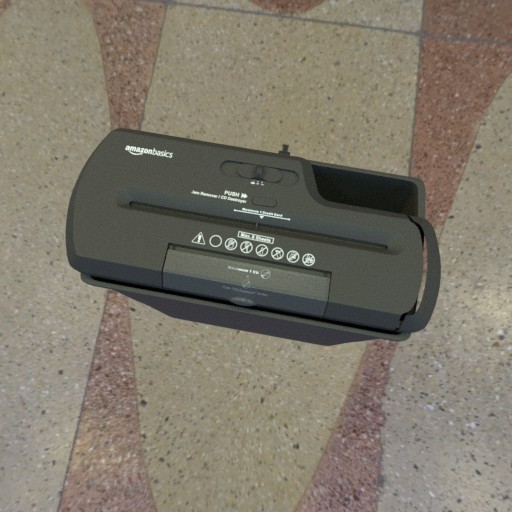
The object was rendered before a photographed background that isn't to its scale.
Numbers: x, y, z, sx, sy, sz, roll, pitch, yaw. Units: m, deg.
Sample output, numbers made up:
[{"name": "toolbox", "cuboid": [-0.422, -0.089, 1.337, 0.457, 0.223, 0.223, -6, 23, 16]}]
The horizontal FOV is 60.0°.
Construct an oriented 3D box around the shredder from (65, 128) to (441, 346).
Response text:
[{"name": "shredder", "cuboid": [0.000, 0.000, 0.524, 0.320, 0.335, 0.170, 10, 76, 3]}]
